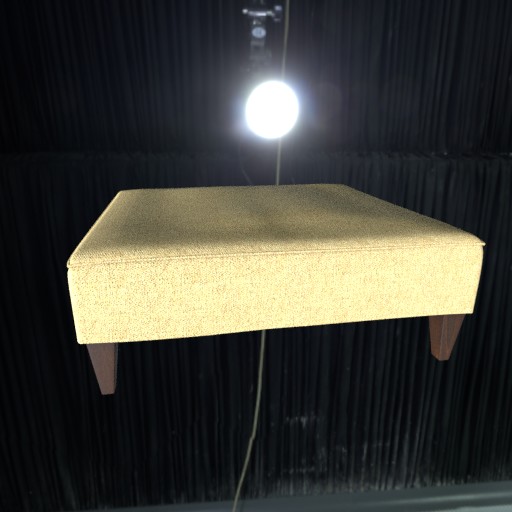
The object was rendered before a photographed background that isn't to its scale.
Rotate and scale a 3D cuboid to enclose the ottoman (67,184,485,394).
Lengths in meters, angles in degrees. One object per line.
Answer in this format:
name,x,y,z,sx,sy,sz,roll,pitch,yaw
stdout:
ottoman,0.000,0.000,1.488,0.981,0.378,0.970,-3,17,-10
